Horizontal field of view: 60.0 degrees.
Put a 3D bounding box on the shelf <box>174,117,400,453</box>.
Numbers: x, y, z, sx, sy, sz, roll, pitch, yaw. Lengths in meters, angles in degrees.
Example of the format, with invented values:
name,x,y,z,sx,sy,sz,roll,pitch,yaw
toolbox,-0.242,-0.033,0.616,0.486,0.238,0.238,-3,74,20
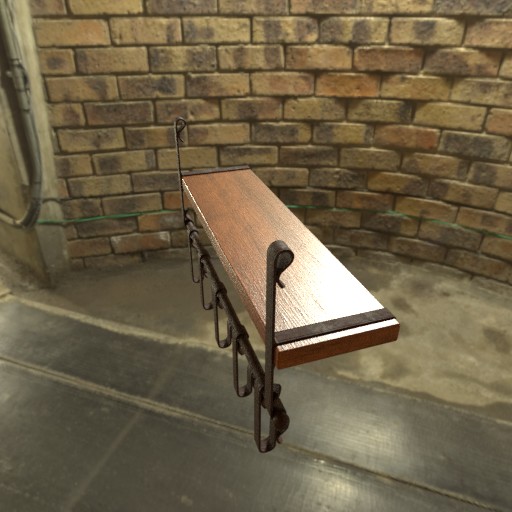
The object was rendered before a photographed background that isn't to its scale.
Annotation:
name,x,y,z,sx,sy,sz,roll,pitch,yaw
shelf,0.000,0.000,0.709,0.146,0.330,0.567,-10,32,-16
